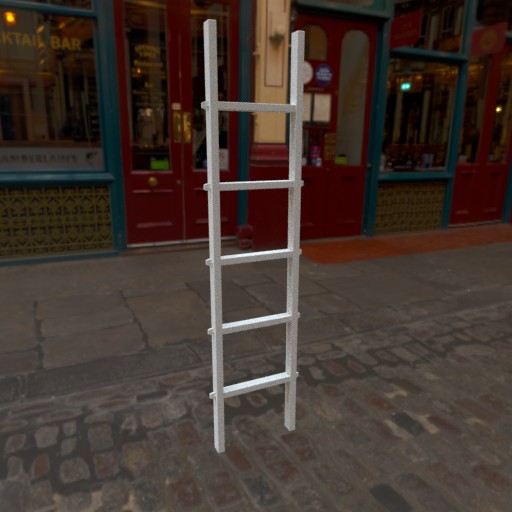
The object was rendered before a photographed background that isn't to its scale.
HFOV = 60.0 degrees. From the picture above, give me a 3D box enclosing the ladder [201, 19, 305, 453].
[{"bbox_3d":[0.000,0.000,1.906,0.452,1.797,0.051,-7,15,-25],"label":"ladder"}]
